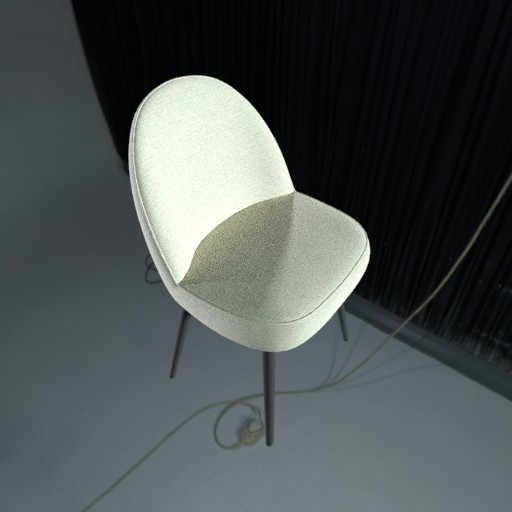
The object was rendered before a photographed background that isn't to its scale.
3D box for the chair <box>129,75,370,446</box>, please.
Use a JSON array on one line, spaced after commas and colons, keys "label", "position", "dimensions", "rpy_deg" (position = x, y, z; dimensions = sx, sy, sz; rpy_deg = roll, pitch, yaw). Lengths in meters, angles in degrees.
[{"label": "chair", "position": [0.000, 0.000, 1.203], "dimensions": [0.540, 0.838, 0.532], "rpy_deg": [25, 46, 27]}]
